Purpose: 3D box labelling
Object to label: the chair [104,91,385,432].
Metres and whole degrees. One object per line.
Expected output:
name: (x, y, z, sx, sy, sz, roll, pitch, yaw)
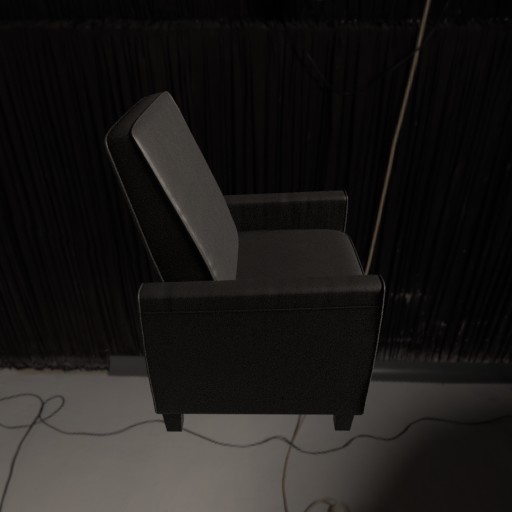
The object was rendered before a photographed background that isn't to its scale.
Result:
chair: (0.000, 0.000, 1.534, 0.746, 1.013, 0.705, 0, 31, 0)
